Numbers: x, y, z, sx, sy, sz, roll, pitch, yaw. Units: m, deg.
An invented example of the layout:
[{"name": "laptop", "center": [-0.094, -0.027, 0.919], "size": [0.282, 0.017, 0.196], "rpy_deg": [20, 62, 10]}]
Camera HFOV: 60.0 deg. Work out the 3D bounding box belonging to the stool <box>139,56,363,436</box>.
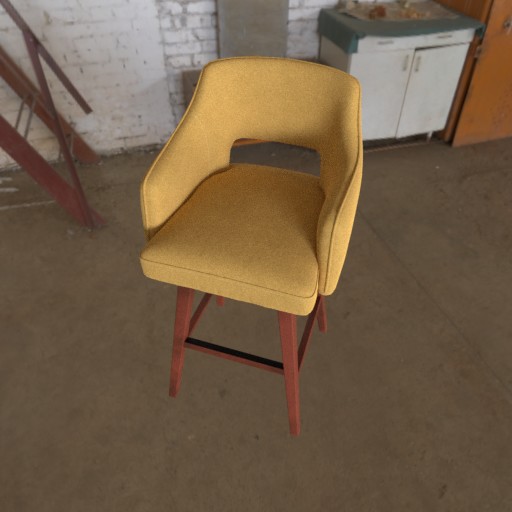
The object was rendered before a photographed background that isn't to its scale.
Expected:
[{"name": "stool", "center": [0.000, 0.000, 1.370], "size": [0.548, 1.012, 0.558], "rpy_deg": [13, 44, 13]}]
